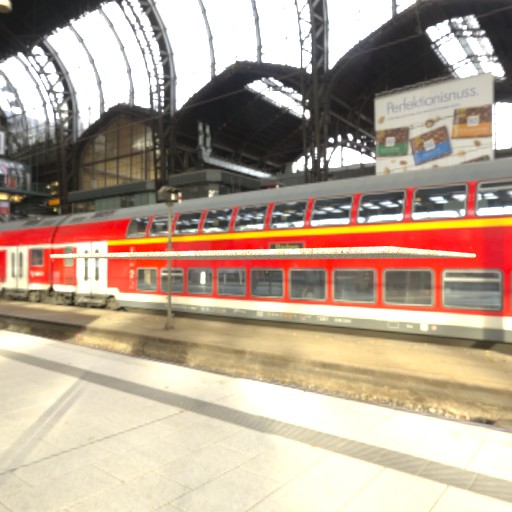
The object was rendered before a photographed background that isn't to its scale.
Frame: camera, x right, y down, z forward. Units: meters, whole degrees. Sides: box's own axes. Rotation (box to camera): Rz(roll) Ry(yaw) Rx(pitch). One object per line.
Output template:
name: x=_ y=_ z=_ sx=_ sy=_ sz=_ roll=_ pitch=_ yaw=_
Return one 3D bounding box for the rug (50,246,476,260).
rug: x=0.000 y=0.000 z=3.384 sx=2.743 sy=0.030 sz=1.778 roll=-1 pitch=-1 yaw=37
